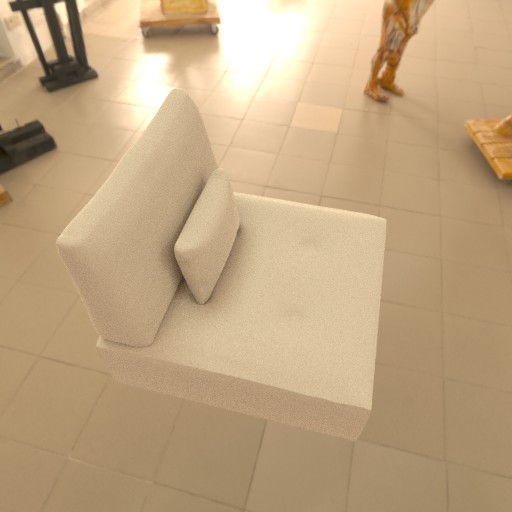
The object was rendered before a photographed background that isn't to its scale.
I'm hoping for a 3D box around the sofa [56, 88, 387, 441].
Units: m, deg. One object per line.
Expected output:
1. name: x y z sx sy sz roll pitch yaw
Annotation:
1. sofa: 0.000 0.000 1.717 1.000 0.828 0.935 11 49 9
